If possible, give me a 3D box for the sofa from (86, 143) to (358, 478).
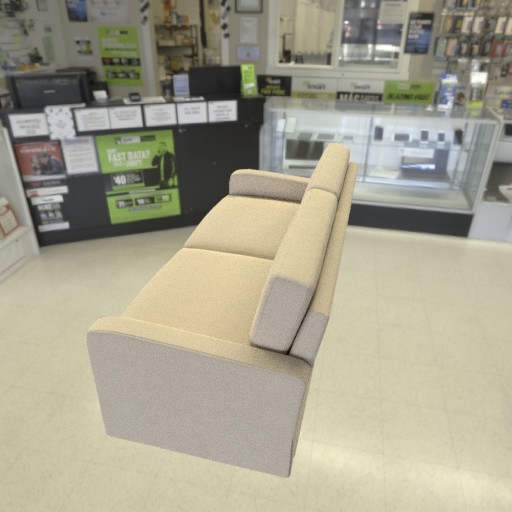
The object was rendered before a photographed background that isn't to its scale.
[{"bbox_3d":[0.000,0.000,2.300,0.894,0.831,1.808,7,30,13],"label":"sofa"}]
